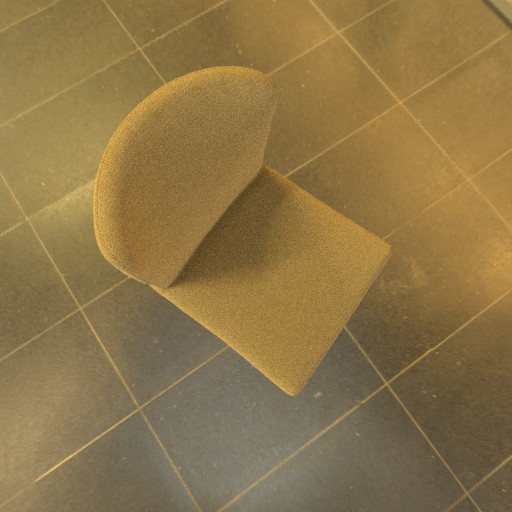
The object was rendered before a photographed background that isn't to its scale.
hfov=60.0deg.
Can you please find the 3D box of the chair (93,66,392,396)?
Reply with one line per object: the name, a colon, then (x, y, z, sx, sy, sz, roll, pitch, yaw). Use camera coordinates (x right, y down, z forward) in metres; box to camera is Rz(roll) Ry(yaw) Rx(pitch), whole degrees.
chair: (0.000, 0.000, 1.188, 0.589, 0.839, 0.491, 35, 78, 9)
